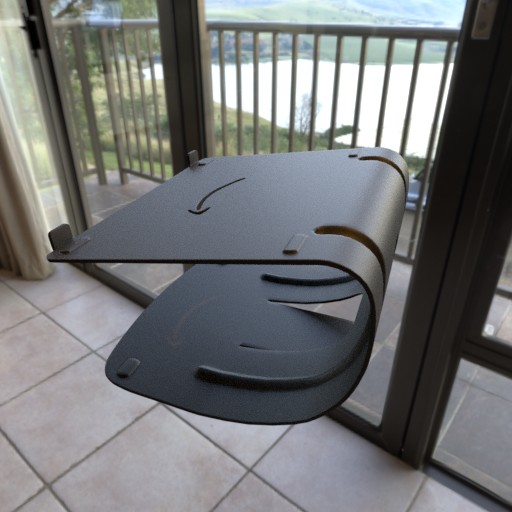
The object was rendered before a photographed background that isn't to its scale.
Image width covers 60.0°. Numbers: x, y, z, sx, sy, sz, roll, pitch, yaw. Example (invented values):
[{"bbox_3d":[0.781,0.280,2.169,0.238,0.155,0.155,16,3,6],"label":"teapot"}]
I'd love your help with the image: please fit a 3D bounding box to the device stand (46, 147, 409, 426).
[{"bbox_3d":[0.000,0.000,0.402,0.236,0.155,0.256,11,31,18],"label":"device stand"}]
